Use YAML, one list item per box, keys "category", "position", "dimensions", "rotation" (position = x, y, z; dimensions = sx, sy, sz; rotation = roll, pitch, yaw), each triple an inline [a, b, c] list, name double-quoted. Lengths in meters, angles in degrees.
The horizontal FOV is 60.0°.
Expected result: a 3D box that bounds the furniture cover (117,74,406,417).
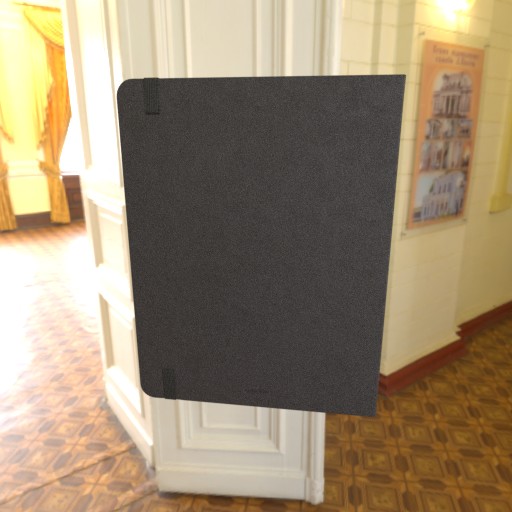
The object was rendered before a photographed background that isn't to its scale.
- category: "furniture cover"
  position: [0.000, 0.000, 0.374]
  dimensions: [0.216, 0.281, 0.023]
  rotation: [2, 16, 8]
